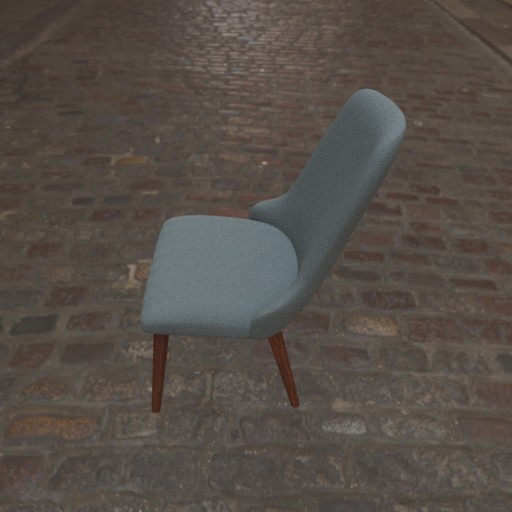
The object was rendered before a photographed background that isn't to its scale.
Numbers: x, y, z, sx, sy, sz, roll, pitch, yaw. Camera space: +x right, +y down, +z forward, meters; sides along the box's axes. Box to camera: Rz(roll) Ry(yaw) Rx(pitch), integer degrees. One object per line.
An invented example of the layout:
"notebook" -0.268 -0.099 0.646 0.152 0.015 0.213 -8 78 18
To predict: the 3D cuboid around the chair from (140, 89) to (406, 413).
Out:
"chair" 0.000 0.000 1.362 0.707 0.918 0.535 0 41 0
